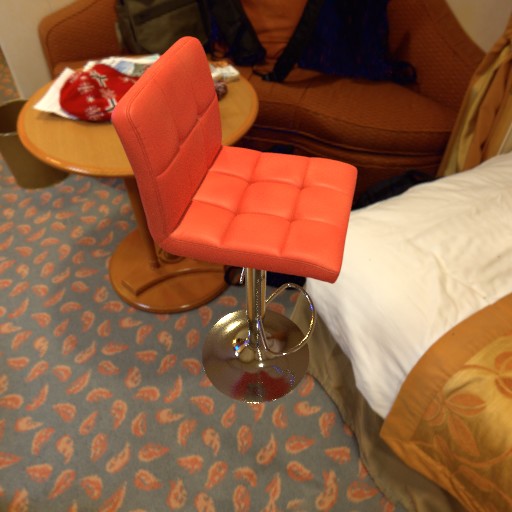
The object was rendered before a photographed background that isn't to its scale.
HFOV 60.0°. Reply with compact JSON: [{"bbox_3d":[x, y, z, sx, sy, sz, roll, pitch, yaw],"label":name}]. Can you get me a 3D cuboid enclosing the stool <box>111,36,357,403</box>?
[{"bbox_3d":[0.000,0.000,1.347,0.505,1.115,0.430,11,48,10],"label":"stool"}]
